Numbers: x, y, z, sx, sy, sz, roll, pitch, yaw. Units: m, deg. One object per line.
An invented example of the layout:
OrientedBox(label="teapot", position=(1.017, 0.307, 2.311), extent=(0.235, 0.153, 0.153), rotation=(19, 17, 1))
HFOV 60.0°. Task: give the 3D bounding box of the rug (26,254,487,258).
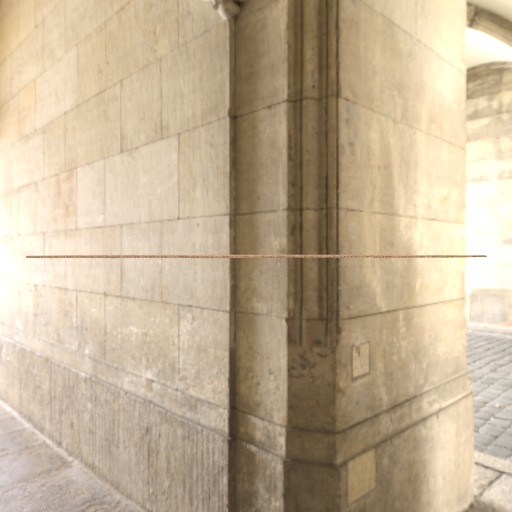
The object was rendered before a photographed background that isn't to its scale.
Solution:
OrientedBox(label="rug", position=(0.000, 0.000, 2.379), extent=(1.840, 0.013, 1.225), rotation=(0, 0, -1))
